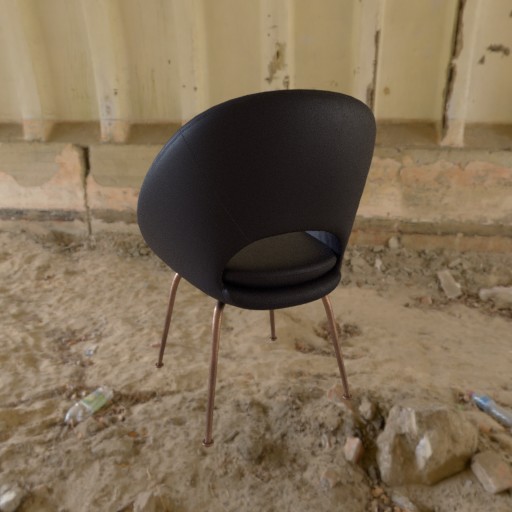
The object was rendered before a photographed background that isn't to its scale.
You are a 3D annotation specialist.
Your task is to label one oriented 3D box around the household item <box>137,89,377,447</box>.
[{"bbox_3d":[0.000,0.000,1.270,0.623,0.852,0.573,-8,17,-27],"label":"household item"}]
